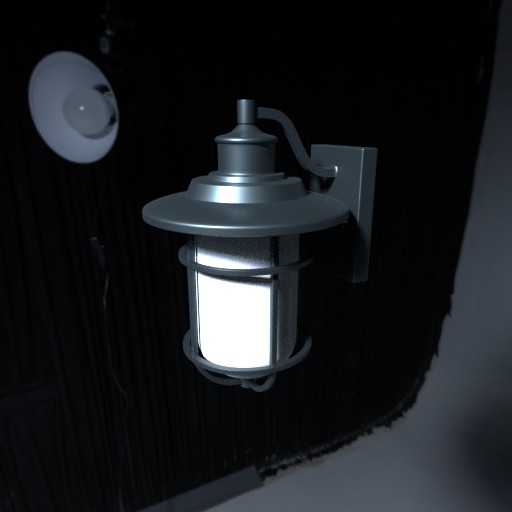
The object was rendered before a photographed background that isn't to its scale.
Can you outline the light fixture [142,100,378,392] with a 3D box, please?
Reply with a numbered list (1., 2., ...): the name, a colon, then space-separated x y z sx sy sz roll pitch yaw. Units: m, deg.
1. light fixture: 0.000 0.000 0.521 0.252 0.345 0.222 -8 18 -25
